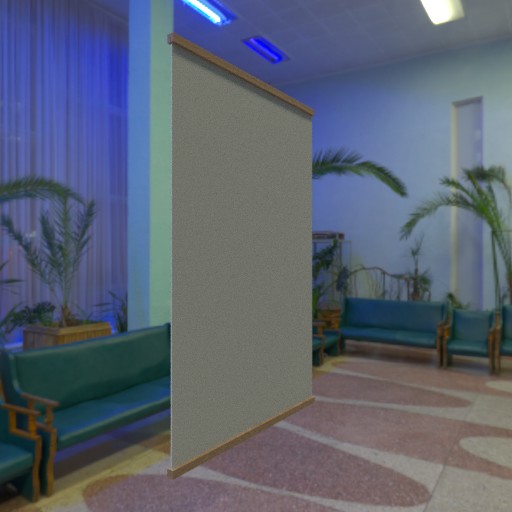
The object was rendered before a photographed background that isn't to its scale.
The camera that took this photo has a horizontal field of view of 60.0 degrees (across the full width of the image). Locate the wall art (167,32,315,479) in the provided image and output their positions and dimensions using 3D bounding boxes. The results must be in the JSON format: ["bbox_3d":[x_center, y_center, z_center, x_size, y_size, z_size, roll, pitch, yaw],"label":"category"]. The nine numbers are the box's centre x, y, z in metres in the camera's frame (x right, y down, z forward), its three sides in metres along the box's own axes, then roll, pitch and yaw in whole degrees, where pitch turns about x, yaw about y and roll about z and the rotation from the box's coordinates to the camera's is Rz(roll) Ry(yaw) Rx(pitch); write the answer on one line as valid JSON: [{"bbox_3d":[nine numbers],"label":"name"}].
[{"bbox_3d":[0.000,0.000,1.913,0.030,1.519,0.990,0,0,36],"label":"wall art"}]
